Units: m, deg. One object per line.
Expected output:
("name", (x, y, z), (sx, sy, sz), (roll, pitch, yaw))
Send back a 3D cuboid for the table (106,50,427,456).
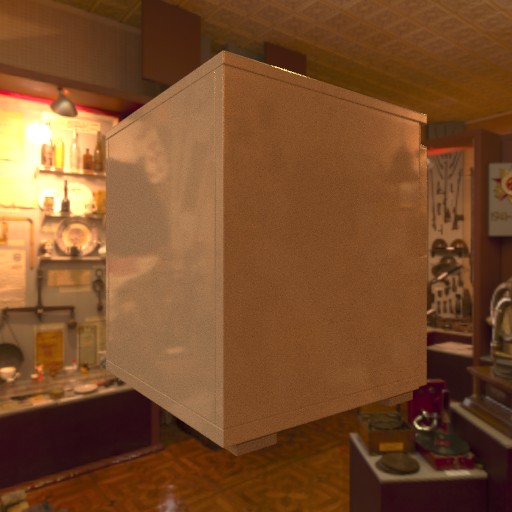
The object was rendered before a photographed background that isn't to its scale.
("table", (0.000, 0.000, 0.791), (0.400, 0.470, 0.420), (0, 0, -36))
